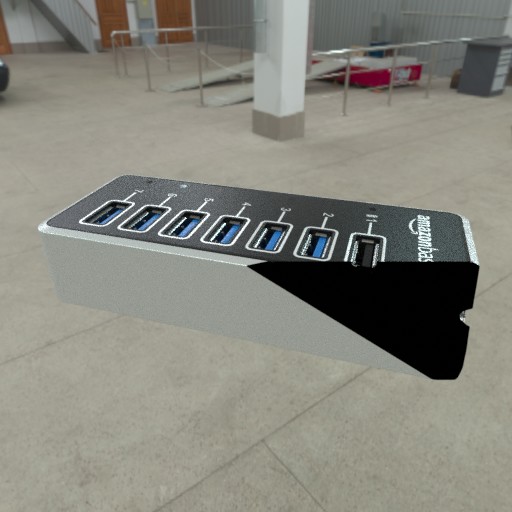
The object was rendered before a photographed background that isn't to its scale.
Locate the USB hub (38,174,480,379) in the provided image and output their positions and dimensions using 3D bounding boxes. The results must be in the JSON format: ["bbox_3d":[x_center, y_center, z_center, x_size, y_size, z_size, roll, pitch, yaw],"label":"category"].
[{"bbox_3d":[0.000,0.000,0.125,0.110,0.023,0.044,9,32,15],"label":"USB hub"}]
